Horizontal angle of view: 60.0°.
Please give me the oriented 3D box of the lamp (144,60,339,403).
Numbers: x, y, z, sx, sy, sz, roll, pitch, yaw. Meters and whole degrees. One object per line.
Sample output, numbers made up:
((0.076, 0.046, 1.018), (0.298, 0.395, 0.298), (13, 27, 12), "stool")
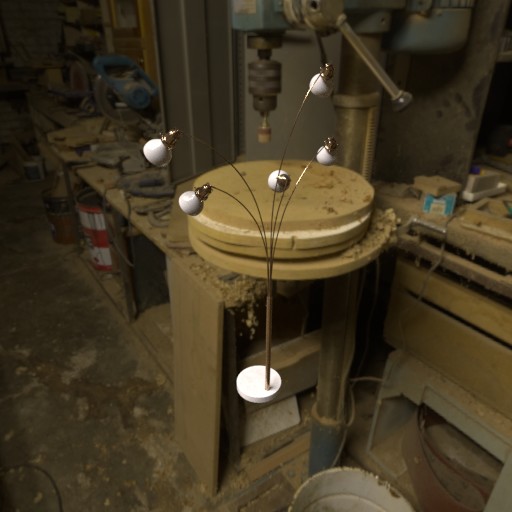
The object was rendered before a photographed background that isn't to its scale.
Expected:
((0.000, 0.000, 3.030), (1.405, 2.423, 0.361), (-18, 33, -30), "lamp")
